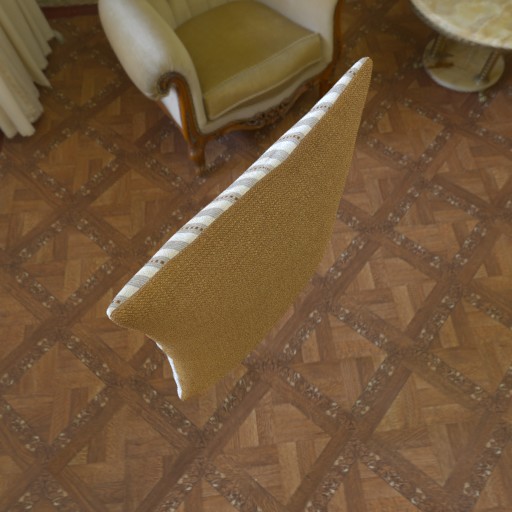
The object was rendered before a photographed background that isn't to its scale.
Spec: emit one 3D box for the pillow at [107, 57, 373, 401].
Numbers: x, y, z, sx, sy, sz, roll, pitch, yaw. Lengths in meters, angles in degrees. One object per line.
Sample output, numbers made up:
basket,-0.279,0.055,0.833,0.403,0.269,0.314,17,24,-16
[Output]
pillow,0.000,0.000,0.656,0.147,0.437,0.432,35,68,16
